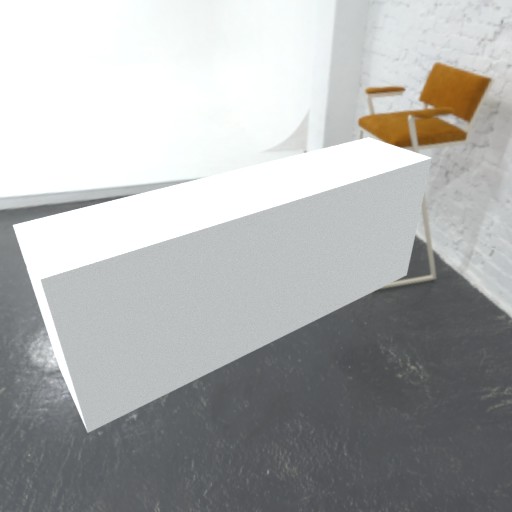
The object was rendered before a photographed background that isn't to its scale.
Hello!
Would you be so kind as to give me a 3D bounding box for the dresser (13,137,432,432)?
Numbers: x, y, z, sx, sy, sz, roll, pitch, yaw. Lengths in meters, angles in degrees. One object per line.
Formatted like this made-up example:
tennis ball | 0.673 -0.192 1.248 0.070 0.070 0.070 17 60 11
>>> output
dresser | 0.000 0.000 2.487 2.200 0.840 0.500 -20 37 -29
